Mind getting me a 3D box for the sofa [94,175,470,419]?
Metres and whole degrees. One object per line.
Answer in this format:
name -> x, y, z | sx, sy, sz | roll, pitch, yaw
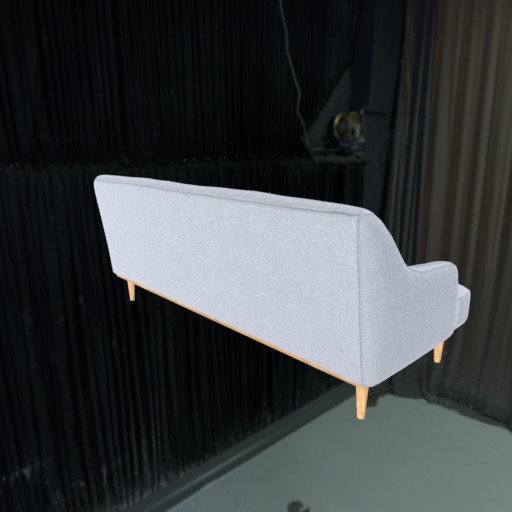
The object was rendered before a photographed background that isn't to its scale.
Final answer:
sofa -> 0.000, 0.000, 2.522 | 0.978, 0.871, 2.057 | -14, 20, -42
